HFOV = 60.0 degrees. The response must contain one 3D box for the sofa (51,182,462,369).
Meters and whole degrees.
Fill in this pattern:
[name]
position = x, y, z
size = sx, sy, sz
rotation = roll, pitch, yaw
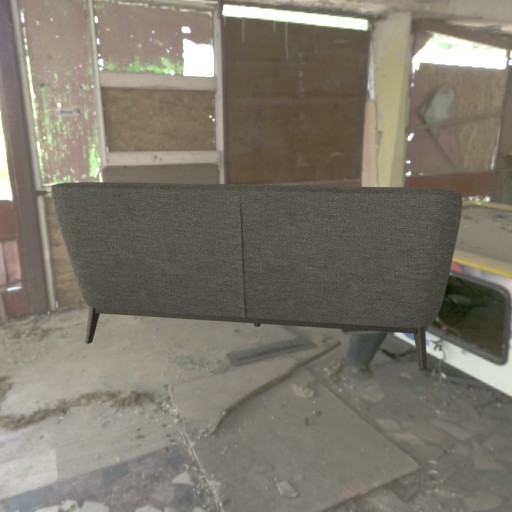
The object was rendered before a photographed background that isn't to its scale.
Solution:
[sofa]
position = 0.000, 0.000, 2.337
size = 1.928, 0.829, 0.867
rotation = 2, 15, 9
